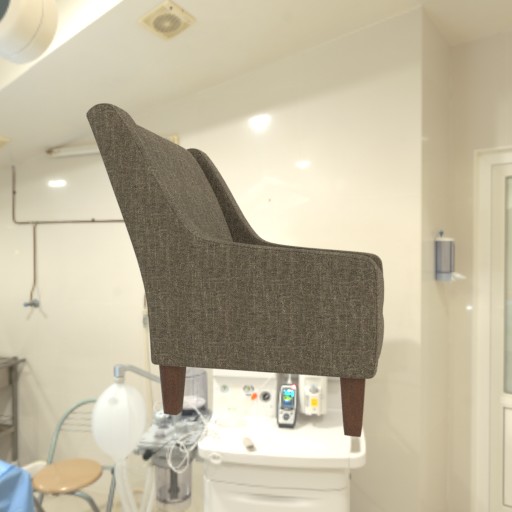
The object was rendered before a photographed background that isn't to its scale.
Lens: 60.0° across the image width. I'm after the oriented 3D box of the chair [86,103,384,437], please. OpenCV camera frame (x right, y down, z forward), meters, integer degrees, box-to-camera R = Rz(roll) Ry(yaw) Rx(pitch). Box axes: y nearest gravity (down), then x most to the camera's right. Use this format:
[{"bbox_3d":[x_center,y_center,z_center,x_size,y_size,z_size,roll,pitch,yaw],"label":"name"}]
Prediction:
[{"bbox_3d":[0.000,0.000,1.698,0.944,1.012,0.793,0,1,17],"label":"chair"}]
